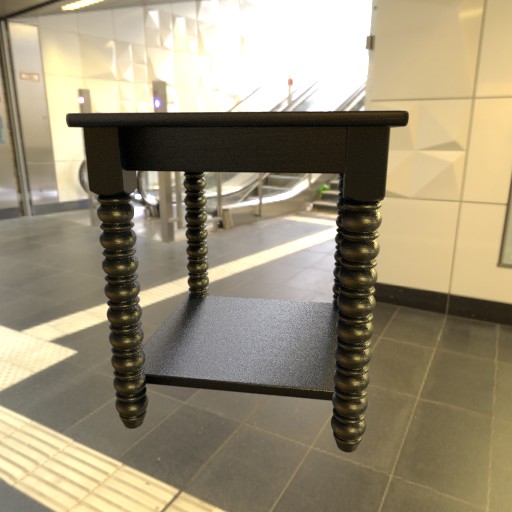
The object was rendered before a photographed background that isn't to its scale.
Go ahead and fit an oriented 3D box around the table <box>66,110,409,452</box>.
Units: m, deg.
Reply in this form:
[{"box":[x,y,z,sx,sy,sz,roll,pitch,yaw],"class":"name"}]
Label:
[{"box":[0.000,0.000,0.953,0.500,0.567,0.533,2,16,9],"class":"table"}]
